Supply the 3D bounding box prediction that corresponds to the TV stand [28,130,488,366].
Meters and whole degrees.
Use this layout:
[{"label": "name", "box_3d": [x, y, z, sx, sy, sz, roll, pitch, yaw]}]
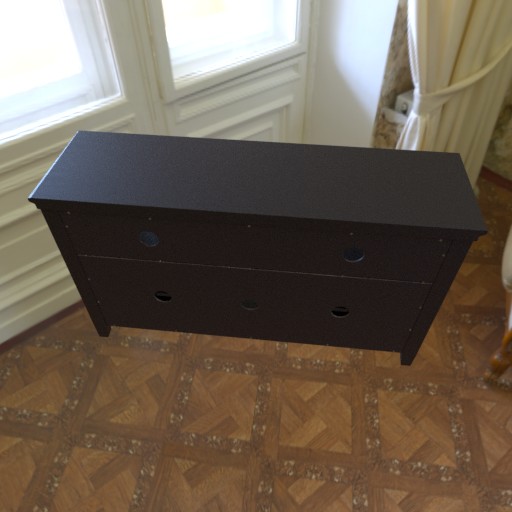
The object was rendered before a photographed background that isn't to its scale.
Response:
[{"label": "TV stand", "box_3d": [0.000, 0.000, 1.509, 1.198, 0.681, 0.347, 5, 47, 4]}]
